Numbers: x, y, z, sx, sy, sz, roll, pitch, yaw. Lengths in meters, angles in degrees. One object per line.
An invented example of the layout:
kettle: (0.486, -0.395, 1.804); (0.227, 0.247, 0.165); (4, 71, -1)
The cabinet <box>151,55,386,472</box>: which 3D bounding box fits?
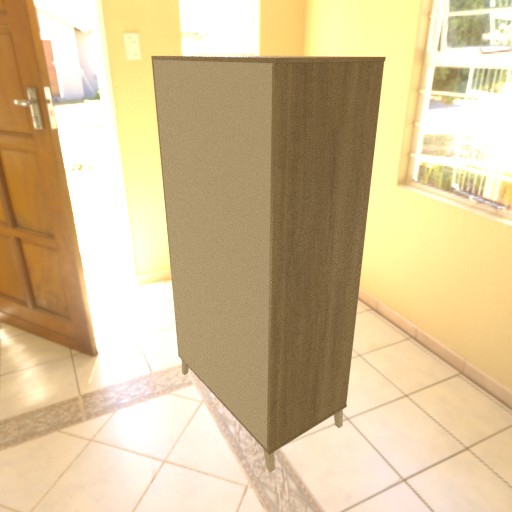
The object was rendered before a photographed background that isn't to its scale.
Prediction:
cabinet: (0.000, 0.000, 2.433); (0.571, 1.999, 1.006); (-17, 30, -32)
